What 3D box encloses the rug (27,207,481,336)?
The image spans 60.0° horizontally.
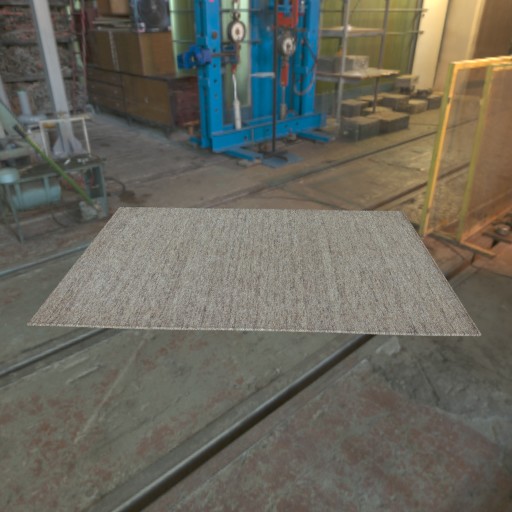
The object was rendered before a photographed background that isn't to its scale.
[{"bbox_3d":[0.000,0.000,2.893,2.283,0.013,1.547,1,29,2],"label":"rug"}]
